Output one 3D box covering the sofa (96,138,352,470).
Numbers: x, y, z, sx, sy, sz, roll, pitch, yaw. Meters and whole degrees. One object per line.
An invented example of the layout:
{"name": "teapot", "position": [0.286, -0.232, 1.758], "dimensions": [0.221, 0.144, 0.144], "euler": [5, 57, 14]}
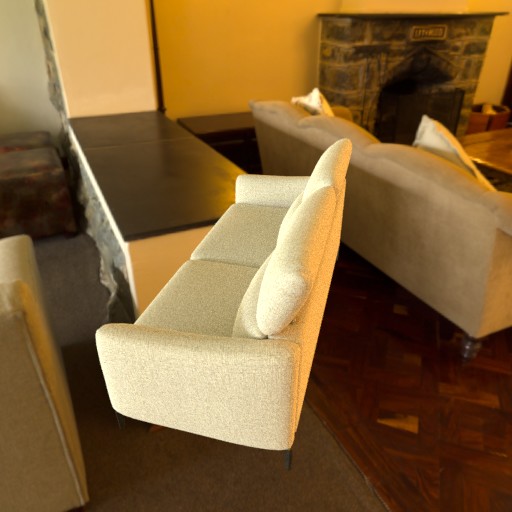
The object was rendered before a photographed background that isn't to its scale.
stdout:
{"name": "sofa", "position": [0.000, 0.000, 2.506], "dimensions": [0.856, 0.956, 2.015], "euler": [8, 30, 13]}
